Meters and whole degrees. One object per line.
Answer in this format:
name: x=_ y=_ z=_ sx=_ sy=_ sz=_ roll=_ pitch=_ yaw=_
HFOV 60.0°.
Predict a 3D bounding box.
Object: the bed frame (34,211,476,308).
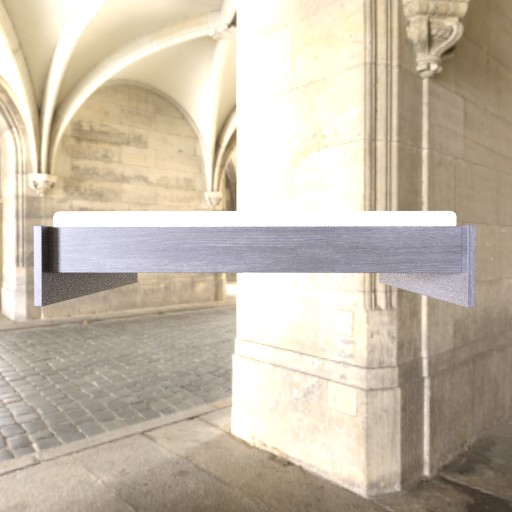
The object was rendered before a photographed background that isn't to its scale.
bed frame: x=0.000 y=0.000 z=2.699 sx=1.950 sy=0.432 sz=1.490 roll=0 pitch=1 yaw=1
